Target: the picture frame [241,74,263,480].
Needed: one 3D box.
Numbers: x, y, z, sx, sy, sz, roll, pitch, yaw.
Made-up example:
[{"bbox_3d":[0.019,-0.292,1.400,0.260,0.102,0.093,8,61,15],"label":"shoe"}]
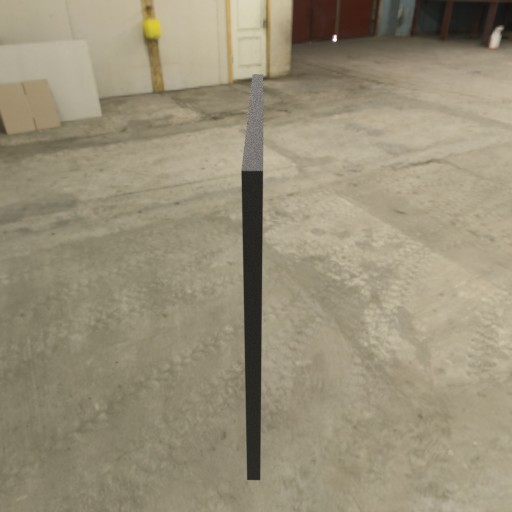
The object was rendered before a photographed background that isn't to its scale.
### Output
[{"bbox_3d":[0.000,0.000,1.178,0.032,0.775,0.775,0,32,1],"label":"picture frame"}]
